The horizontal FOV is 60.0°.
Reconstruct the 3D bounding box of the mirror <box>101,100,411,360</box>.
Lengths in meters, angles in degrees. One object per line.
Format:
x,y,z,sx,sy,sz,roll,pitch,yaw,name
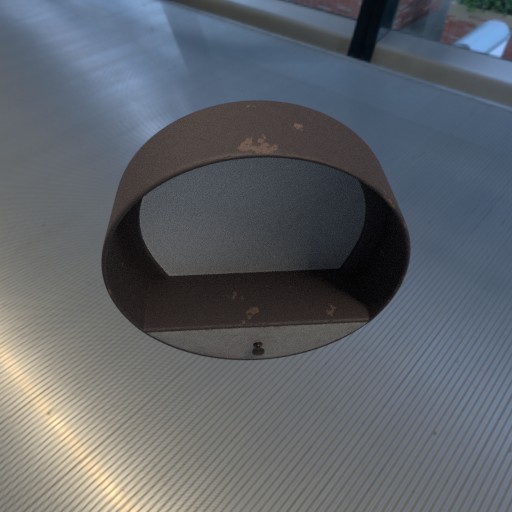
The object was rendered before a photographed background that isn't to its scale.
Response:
0.000,0.000,0.599,0.386,0.386,0.126,-2,46,-2,mirror
